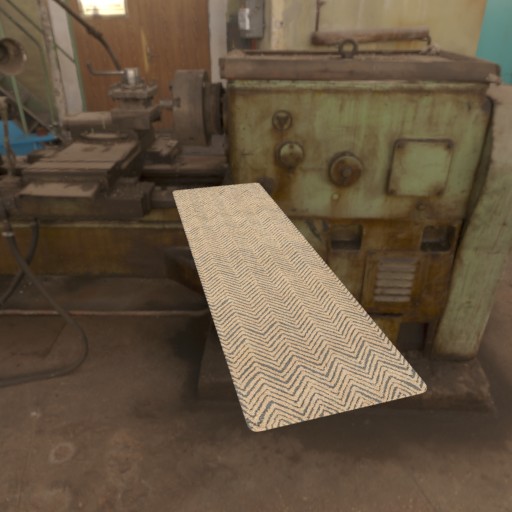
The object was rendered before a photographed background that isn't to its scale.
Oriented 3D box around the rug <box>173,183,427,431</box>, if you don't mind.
[{"bbox_3d":[0.000,0.000,2.503,0.686,0.008,2.286,-8,30,-14],"label":"rug"}]
